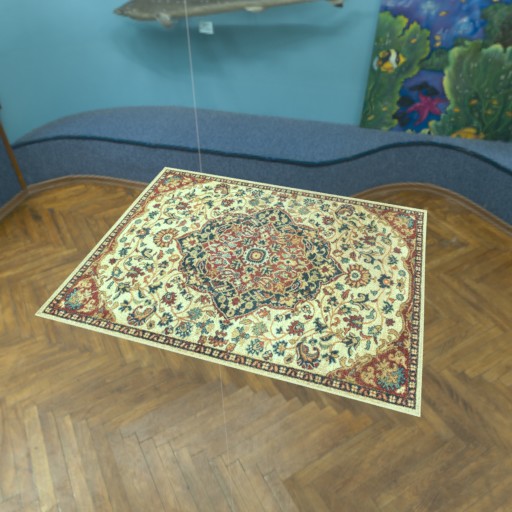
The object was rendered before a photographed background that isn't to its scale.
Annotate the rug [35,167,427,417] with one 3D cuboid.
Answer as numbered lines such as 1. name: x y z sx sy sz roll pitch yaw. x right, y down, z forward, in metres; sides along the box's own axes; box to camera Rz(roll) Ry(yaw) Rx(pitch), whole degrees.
1. rug: 0.000 0.000 4.188 3.067 0.005 2.454 12 43 13
